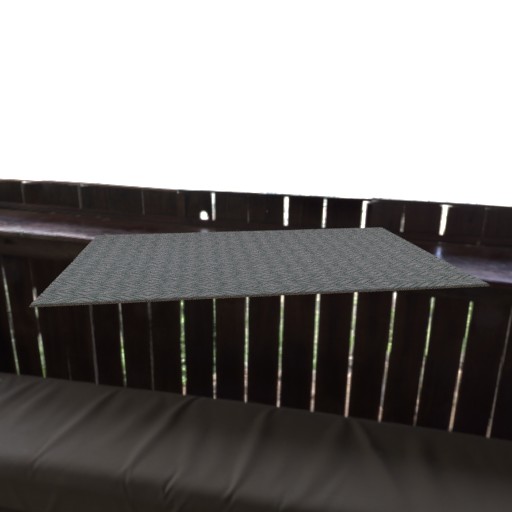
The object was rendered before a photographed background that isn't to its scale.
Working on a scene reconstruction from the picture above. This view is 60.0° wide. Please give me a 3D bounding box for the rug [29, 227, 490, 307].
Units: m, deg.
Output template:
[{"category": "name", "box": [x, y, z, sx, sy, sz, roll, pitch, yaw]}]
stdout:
[{"category": "rug", "box": [0.000, 0.000, 3.043, 2.435, 0.011, 1.517, -2, 16, -7]}]
